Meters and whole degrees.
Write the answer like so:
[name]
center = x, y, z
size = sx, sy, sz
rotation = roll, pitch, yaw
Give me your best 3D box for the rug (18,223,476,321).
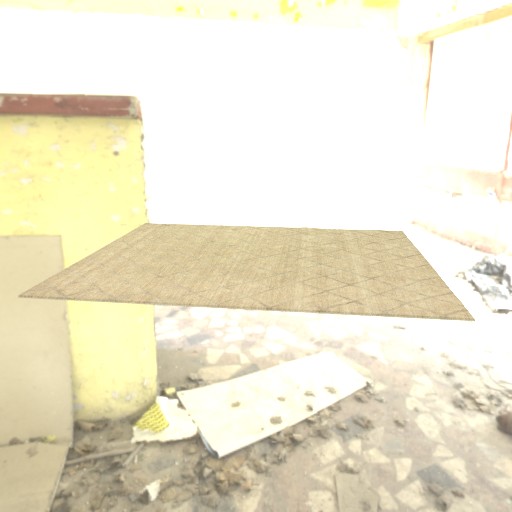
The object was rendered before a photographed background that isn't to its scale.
[rug]
center = 0.000, 0.000, 4.055
size = 3.038, 0.019, 2.420
rotation = 2, 17, 7
